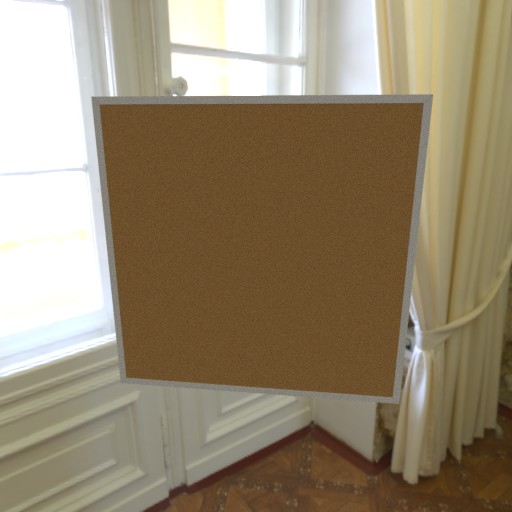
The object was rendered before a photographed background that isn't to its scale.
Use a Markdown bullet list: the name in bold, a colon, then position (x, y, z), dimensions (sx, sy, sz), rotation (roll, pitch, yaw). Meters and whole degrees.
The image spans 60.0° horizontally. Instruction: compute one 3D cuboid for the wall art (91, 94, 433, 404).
- **wall art**: position (0.000, 0.000, 0.448), dimensions (0.304, 0.304, 0.024), rotation (2, 17, 7)
